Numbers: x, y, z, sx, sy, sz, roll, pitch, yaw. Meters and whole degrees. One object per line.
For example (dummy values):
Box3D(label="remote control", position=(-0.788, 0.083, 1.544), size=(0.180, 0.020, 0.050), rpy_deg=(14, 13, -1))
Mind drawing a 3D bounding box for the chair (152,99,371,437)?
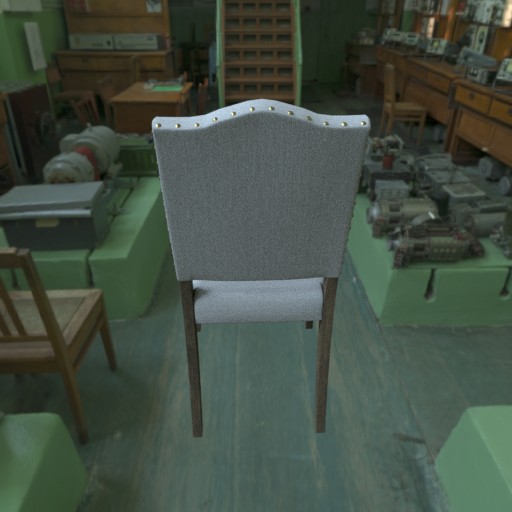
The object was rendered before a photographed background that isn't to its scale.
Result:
Box3D(label="chair", position=(0.000, 0.000, 1.358), size=(0.508, 1.020, 0.620), rpy_deg=(-1, 30, -2))
